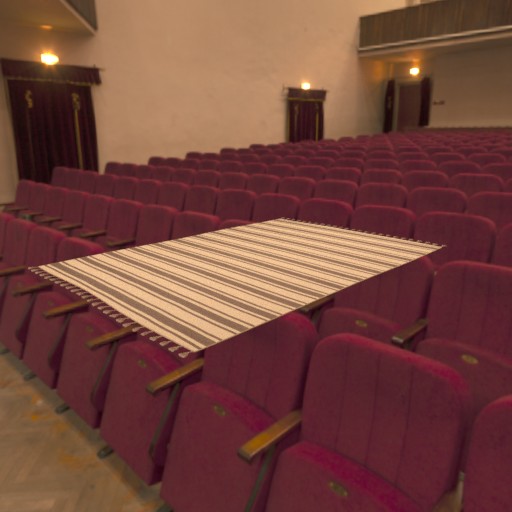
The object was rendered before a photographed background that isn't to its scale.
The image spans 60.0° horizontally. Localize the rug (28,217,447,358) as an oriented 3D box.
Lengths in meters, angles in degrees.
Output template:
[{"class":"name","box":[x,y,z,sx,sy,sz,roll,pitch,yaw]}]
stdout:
[{"class":"rug","box":[0.000,0.000,3.792,2.030,0.017,3.040,15,21,43]}]
